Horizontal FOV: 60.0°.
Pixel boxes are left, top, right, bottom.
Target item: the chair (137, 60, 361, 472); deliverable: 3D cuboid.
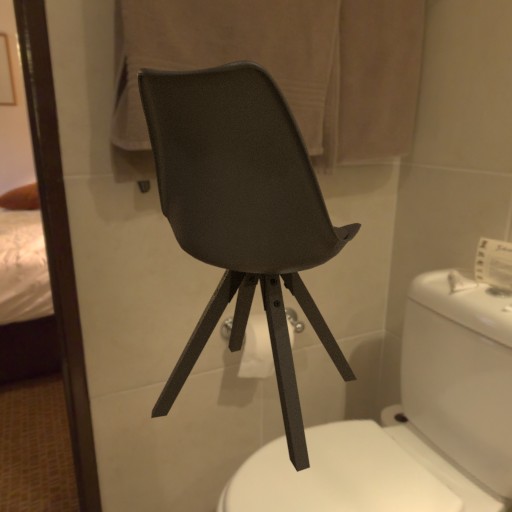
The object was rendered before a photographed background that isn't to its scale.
[{"bbox_3d":[0.000,0.000,1.134,0.485,0.850,0.550,8,18,26],"label":"chair"}]
